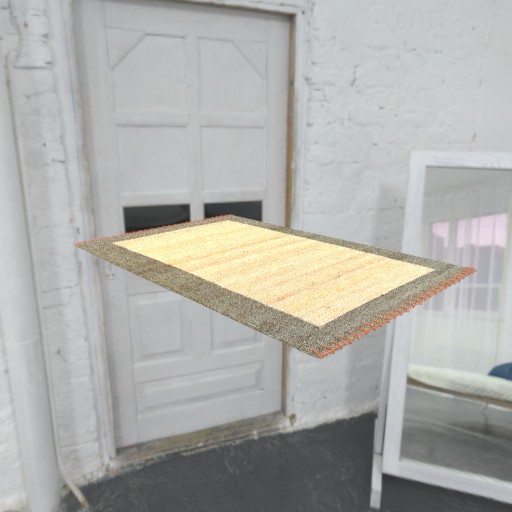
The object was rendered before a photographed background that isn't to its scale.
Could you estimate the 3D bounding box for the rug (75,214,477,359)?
[{"bbox_3d":[0.000,0.000,2.360,1.220,0.019,1.838,-16,23,-42],"label":"rug"}]
